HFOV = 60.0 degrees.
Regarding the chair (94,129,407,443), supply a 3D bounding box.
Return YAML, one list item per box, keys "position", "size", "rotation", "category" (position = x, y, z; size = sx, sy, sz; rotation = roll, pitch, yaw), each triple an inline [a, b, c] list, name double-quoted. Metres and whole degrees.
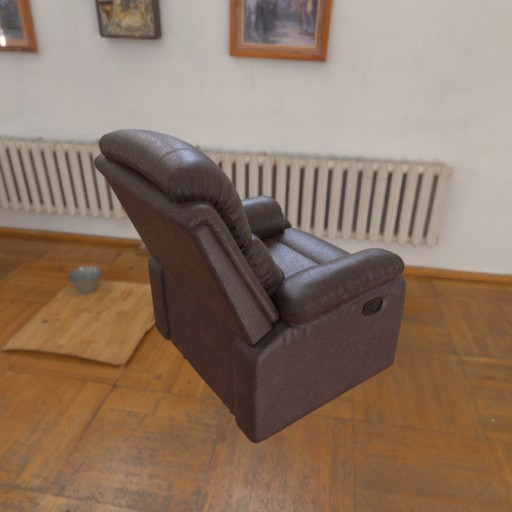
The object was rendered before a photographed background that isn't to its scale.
- position: [0.000, 0.000, 1.685]
  size: [0.919, 0.992, 0.855]
  rotation: [-18, 32, -31]
  category: "chair"
